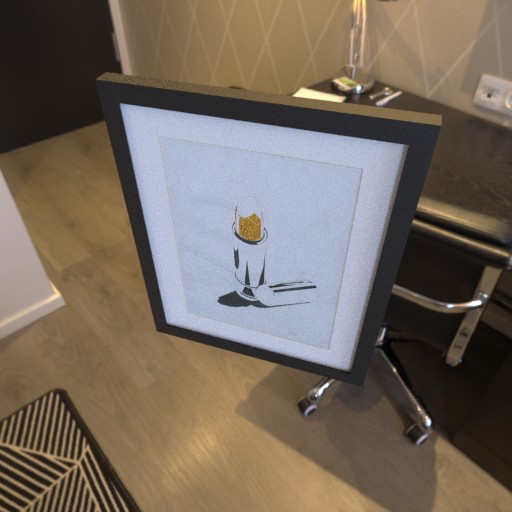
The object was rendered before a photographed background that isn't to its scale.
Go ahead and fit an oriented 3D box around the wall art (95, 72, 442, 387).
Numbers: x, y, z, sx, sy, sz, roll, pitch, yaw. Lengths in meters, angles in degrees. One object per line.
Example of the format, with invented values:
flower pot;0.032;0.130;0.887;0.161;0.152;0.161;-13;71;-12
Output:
wall art;0.000;0.000;0.760;0.457;0.559;0.029;12;44;13
